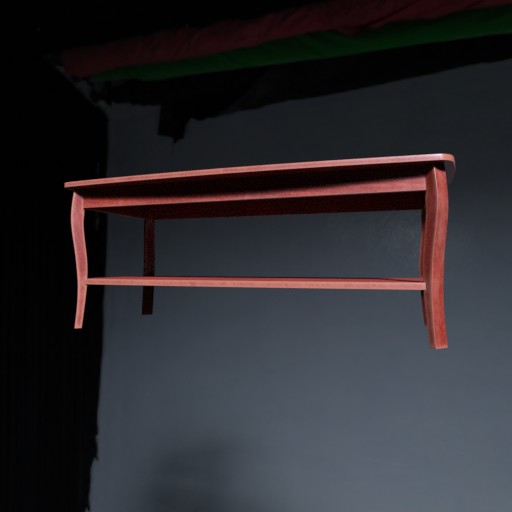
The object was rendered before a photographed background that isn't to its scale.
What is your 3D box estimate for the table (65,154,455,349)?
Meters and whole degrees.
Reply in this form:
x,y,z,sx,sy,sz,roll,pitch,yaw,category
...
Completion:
x,y,z,sx,sy,sz,roll,pitch,yaw,category
0.000,0.000,1.483,1.216,0.473,0.561,0,-1,19,table
